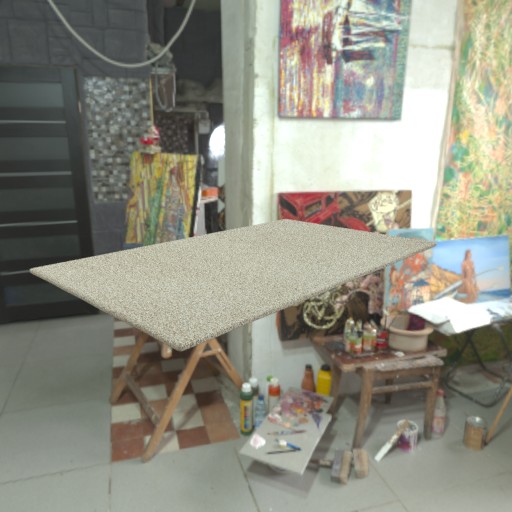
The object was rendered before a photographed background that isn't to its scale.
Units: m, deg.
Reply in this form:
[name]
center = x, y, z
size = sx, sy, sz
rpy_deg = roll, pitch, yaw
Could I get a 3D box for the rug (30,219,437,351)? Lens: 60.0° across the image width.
[rug]
center = 0.000, 0.000, 3.057
size = 1.524, 0.030, 2.438
rpy_deg = 14, 20, 42
